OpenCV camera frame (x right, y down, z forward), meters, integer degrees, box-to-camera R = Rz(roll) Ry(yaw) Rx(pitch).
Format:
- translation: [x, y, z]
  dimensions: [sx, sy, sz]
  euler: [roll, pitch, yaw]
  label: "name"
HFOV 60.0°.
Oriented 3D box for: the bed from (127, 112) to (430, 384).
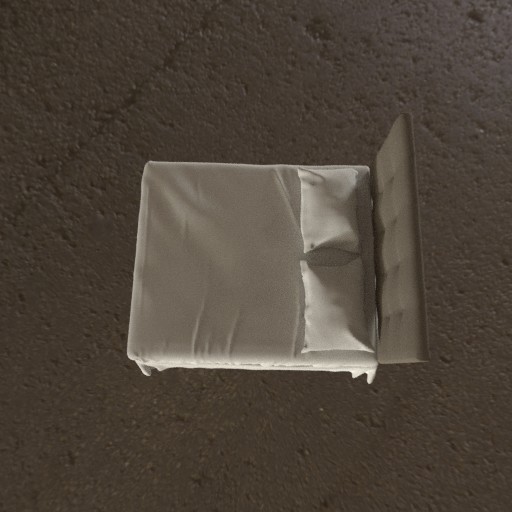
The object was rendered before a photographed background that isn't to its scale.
- translation: [0.000, 0.000, 3.507]
  dimensions: [2.222, 1.577, 1.936]
  euler: [1, 76, 0]
  label: "bed"
